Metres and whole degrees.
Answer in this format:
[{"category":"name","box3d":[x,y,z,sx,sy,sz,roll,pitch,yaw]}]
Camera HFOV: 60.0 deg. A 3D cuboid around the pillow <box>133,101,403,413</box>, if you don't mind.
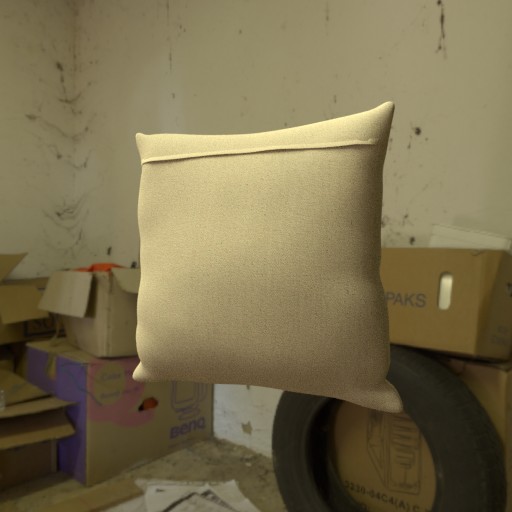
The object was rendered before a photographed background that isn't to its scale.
[{"category":"pillow","box3d":[0.000,0.000,0.699,0.440,0.441,0.182,0,0,19]}]
